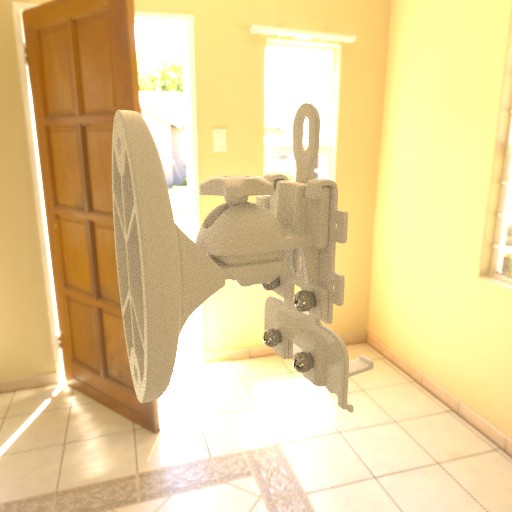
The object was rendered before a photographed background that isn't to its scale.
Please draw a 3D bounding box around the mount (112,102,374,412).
[{"bbox_3d":[0.000,0.000,0.177,0.100,0.118,0.066,-7,16,-26],"label":"mount"}]
